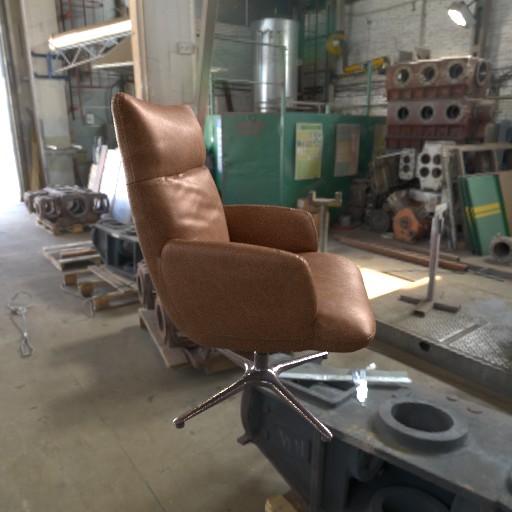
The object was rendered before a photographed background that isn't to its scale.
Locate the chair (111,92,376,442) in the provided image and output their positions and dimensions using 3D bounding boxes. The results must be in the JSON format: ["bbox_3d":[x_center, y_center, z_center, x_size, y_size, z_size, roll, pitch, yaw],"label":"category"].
[{"bbox_3d":[0.000,0.000,1.529,0.794,1.027,0.711,2,16,8],"label":"chair"}]
